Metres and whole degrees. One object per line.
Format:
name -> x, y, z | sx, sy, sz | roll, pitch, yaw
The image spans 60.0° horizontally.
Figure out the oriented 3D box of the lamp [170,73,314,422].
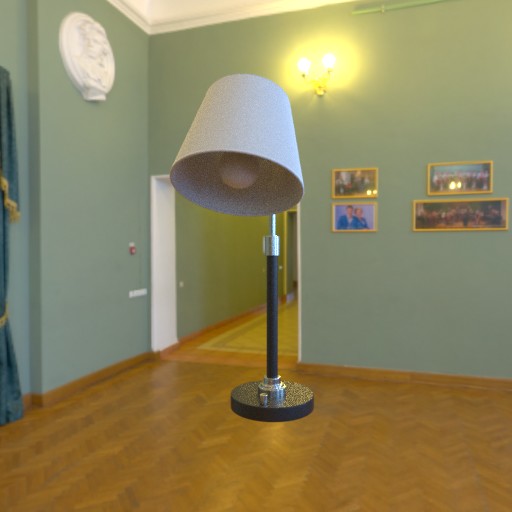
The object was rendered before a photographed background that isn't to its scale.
lamp -> 0.000, 0.000, 0.687 | 0.181, 0.539, 0.348 | 0, 1, 17
